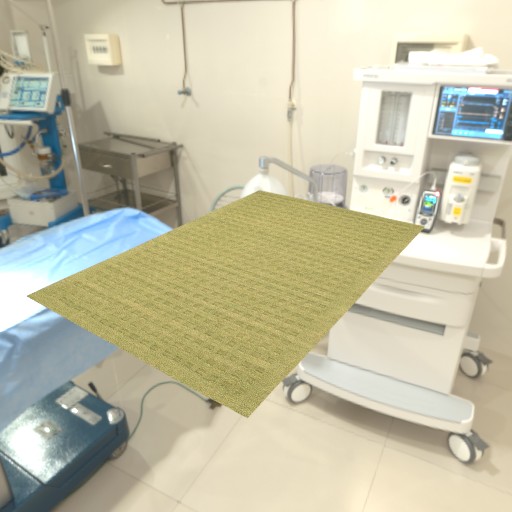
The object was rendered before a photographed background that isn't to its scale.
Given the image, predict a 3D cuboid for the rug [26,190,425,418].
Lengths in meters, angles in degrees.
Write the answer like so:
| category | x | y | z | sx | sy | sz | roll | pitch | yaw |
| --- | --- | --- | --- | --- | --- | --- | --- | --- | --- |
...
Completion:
| category | x | y | z | sx | sy | sz | roll | pitch | yaw |
| --- | --- | --- | --- | --- | --- | --- | --- | --- | --- |
| rug | 0.000 | 0.000 | 2.914 | 1.529 | 0.007 | 2.297 | 17 | 31 | 31 |
